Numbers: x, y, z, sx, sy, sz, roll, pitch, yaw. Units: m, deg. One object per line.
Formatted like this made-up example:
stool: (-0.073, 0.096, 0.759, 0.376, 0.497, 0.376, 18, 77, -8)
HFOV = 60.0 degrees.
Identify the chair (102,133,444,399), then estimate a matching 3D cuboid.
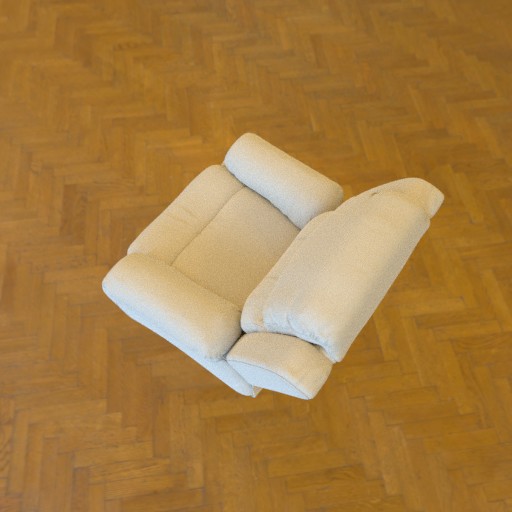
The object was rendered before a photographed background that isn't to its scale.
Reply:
chair: (0.000, 0.000, 1.280, 0.709, 0.702, 0.680, 33, 68, 15)
